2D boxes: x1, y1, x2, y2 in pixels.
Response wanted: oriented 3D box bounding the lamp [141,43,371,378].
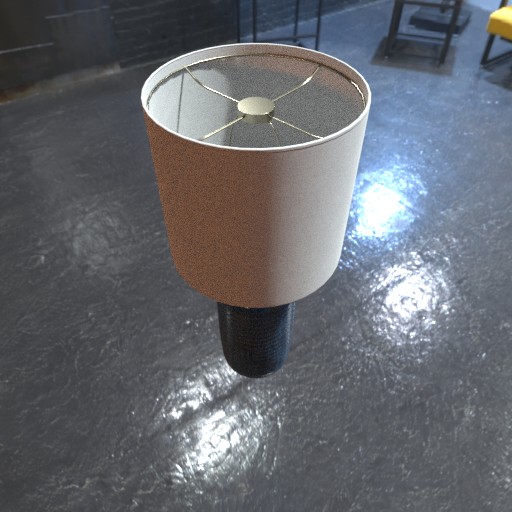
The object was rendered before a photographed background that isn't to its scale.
[{"bbox_3d":[0.000,0.000,0.602,0.220,0.475,0.220,-26,51,-23],"label":"lamp"}]
